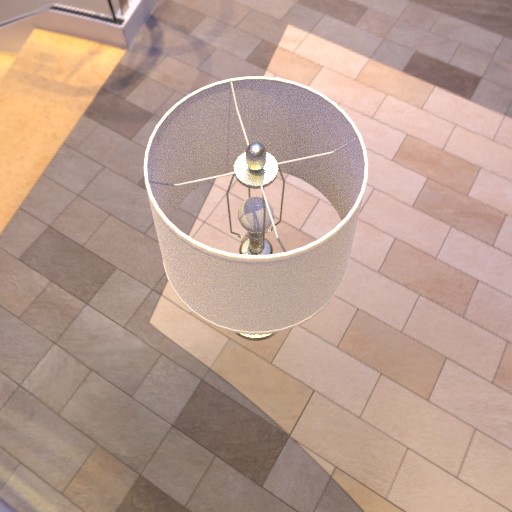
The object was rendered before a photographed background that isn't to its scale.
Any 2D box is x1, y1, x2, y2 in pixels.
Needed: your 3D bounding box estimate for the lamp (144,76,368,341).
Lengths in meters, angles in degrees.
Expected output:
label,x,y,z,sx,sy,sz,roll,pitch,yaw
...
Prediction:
label,x,y,z,sx,sy,sz,roll,pitch,yaw
lamp,0.000,0.000,0.965,0.383,0.733,0.383,0,64,0
